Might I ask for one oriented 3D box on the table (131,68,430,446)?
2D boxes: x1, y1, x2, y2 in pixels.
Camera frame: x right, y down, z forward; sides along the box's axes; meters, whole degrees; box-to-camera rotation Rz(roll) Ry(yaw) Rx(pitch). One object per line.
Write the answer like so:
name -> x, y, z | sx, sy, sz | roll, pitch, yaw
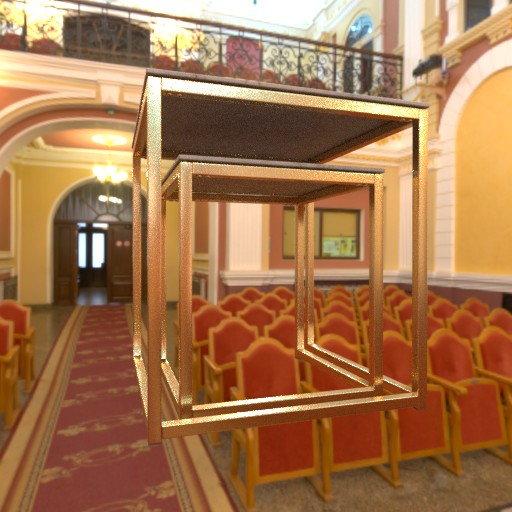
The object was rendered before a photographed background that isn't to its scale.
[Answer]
table -> 0.000, 0.000, 0.867 | 0.450, 0.500, 0.450 | 0, 0, -18
